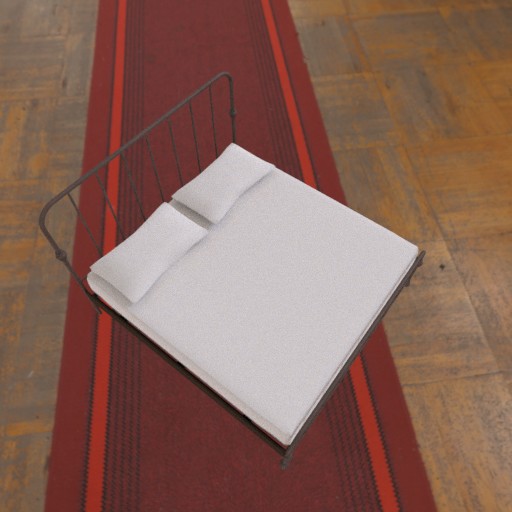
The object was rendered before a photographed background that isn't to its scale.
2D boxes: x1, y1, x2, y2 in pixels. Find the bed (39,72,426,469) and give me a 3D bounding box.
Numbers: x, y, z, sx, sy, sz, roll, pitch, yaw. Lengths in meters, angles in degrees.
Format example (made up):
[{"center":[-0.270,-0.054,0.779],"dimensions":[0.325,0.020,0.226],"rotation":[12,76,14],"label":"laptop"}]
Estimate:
[{"center":[0.000,0.000,3.505],"dimensions":[2.134,1.446,2.044],"rotation":[33,63,19],"label":"bed"}]
